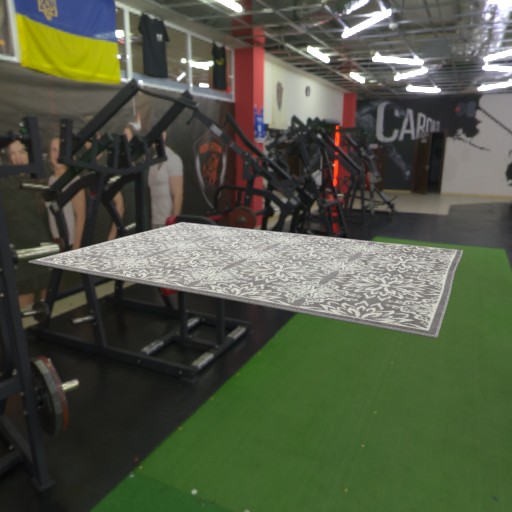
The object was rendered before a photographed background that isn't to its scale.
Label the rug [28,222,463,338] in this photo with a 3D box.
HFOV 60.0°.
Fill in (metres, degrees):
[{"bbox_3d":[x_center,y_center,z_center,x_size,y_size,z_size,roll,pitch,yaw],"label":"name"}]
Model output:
[{"bbox_3d":[0.000,0.000,2.246,1.847,0.012,1.224,7,16,27],"label":"rug"}]
